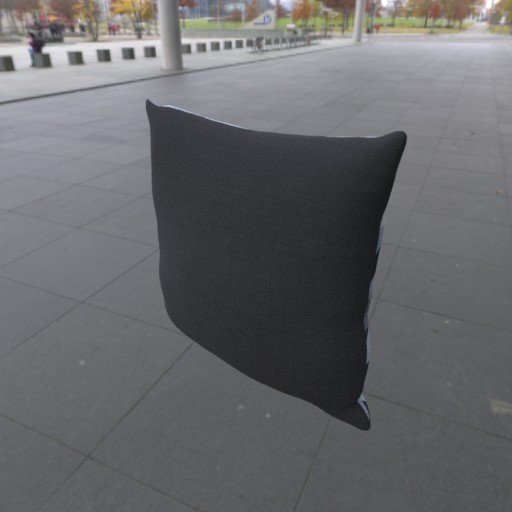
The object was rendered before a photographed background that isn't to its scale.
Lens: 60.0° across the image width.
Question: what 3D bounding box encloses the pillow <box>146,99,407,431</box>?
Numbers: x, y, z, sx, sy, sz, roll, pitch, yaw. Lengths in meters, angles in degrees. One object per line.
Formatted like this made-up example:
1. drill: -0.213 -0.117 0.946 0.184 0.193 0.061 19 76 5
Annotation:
1. pillow: 0.000 0.000 0.776 0.503 0.496 0.208 21 34 34
